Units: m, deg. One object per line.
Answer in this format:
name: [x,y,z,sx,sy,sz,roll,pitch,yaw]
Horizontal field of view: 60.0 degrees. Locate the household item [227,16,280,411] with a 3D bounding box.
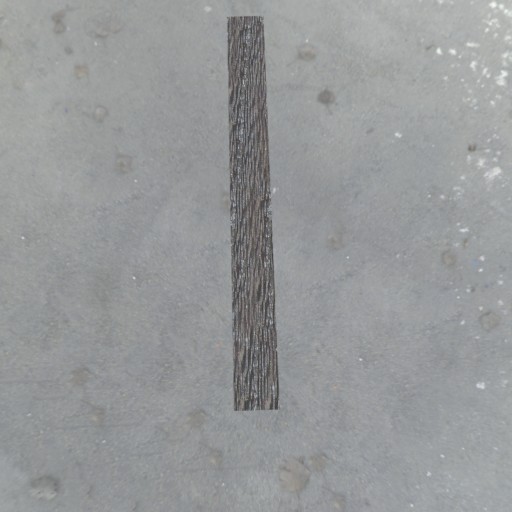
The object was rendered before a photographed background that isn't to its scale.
household item: [0.000,0.000,0.273,0.020,0.210,0.160,-2,76,0]
